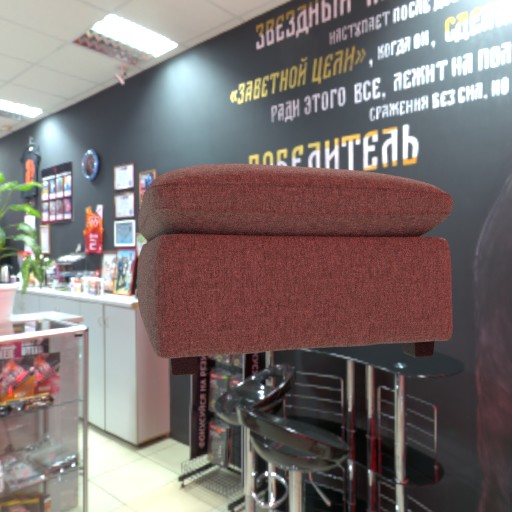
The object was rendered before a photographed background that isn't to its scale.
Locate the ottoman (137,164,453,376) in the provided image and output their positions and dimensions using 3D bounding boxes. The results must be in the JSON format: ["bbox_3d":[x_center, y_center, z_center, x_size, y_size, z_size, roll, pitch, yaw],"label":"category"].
[{"bbox_3d":[0.000,0.000,1.344,0.694,0.451,0.977,0,0,-16],"label":"ottoman"}]
